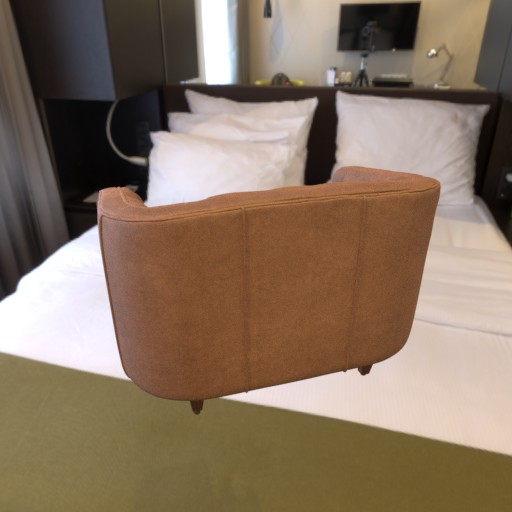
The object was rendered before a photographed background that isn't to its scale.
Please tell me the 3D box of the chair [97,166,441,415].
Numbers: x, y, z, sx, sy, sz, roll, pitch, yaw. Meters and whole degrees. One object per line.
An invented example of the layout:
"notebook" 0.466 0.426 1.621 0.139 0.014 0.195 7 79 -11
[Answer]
"chair" 0.000 0.000 1.731 1.118 0.787 0.914 -8 28 -16
